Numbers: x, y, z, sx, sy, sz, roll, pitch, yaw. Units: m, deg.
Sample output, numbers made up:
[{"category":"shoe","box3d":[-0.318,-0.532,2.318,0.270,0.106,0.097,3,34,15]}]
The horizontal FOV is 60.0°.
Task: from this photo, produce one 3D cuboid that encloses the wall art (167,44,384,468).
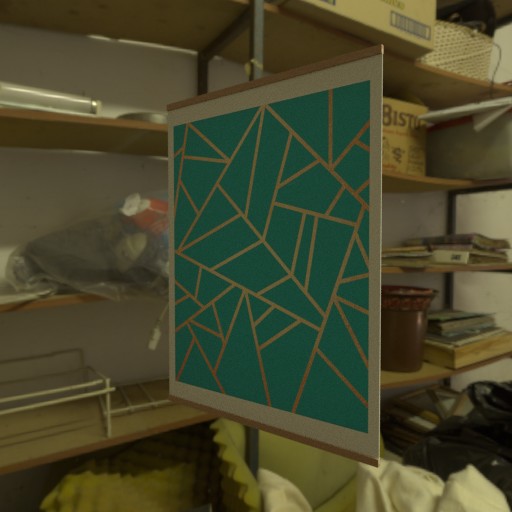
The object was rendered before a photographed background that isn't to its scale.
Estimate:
[{"category":"wall art","box3d":[0.000,0.000,1.298,0.758,1.016,0.013,1,2,38]}]
